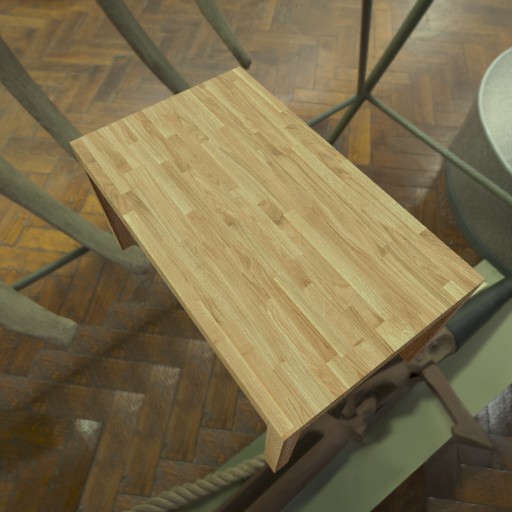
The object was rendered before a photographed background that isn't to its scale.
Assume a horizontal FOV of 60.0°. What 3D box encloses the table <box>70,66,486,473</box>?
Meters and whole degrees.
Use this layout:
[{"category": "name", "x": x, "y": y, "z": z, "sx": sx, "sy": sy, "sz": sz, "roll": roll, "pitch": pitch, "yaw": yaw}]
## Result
[{"category": "table", "x": 0.000, "y": 0.000, "z": 2.061, "sx": 0.900, "sy": 0.770, "sz": 1.500, "roll": -32, "pitch": 63, "yaw": -18}]
